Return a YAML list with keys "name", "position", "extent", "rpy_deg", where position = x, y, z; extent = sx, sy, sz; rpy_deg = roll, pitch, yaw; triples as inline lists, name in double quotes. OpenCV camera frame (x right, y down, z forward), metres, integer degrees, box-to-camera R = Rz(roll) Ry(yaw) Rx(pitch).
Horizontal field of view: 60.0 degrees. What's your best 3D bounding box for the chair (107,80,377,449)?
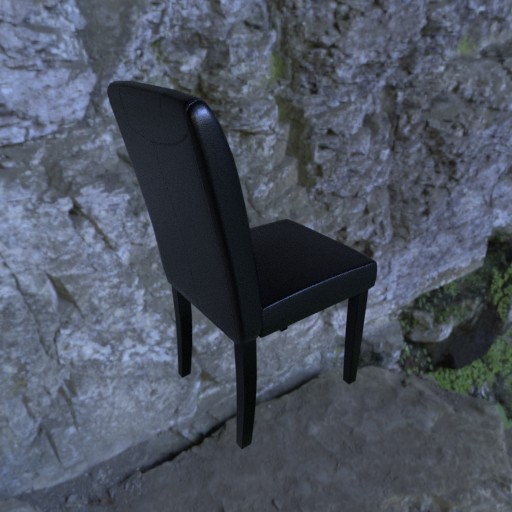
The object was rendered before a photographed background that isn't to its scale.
- name: "chair"
  position: [0.000, 0.000, 1.194]
  extent: [0.556, 0.897, 0.399]
  rpy_deg: [-18, 32, -32]
